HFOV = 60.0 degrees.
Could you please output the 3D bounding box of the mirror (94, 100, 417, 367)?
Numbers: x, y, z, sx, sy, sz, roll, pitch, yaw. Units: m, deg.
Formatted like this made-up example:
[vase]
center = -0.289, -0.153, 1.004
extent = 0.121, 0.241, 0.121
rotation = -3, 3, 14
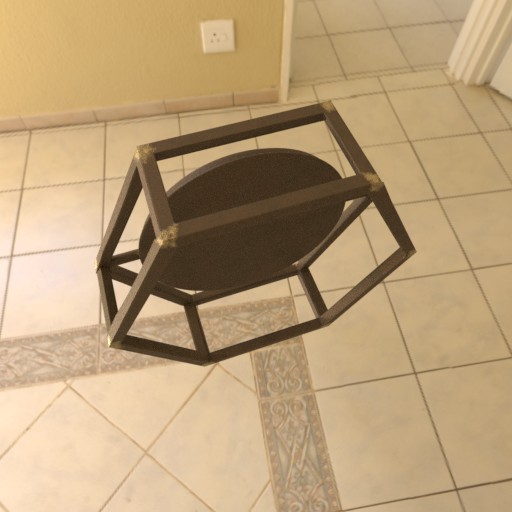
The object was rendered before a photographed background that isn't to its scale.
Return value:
[mirror]
center = 0.000, 0.000, 0.546
extent = 0.380, 0.334, 0.119
rotation = -16, 60, -10
